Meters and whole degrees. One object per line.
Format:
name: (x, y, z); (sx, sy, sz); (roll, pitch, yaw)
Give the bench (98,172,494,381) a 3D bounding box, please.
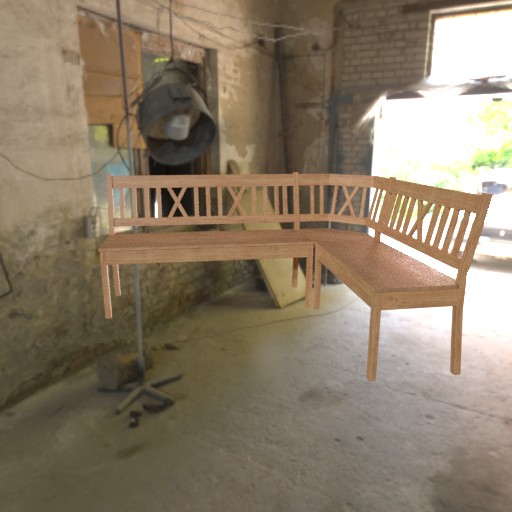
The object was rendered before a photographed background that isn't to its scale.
bench: (0.000, 0.000, 2.708); (1.937, 0.902, 1.537); (-2, 15, -8)
